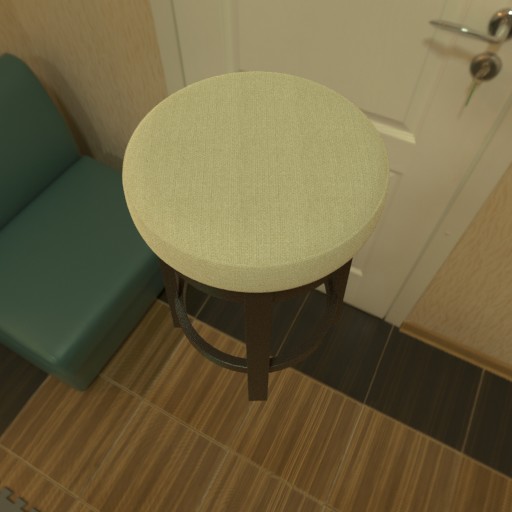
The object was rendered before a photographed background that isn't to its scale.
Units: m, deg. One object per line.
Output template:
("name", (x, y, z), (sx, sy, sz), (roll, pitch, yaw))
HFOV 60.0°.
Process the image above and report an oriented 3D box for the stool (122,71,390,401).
("stool", (0.000, 0.000, 0.957), (0.449, 0.655, 0.449), (0, 57, 0))
